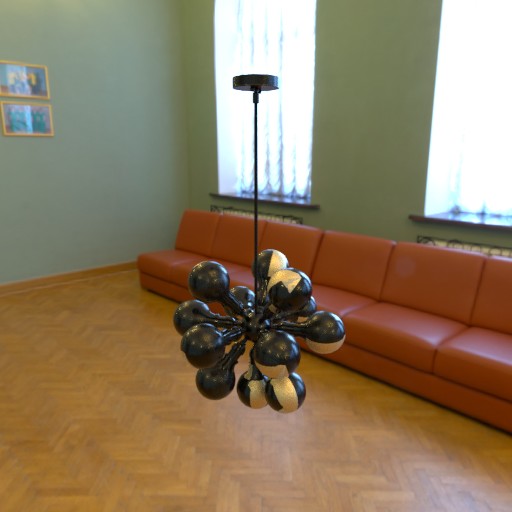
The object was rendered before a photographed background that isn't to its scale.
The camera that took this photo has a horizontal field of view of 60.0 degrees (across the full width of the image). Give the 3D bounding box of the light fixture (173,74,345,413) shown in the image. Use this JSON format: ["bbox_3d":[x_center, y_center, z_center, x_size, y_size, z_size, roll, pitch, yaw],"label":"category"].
[{"bbox_3d":[0.000,0.000,1.138,0.420,0.859,0.468,13,18,43],"label":"light fixture"}]
